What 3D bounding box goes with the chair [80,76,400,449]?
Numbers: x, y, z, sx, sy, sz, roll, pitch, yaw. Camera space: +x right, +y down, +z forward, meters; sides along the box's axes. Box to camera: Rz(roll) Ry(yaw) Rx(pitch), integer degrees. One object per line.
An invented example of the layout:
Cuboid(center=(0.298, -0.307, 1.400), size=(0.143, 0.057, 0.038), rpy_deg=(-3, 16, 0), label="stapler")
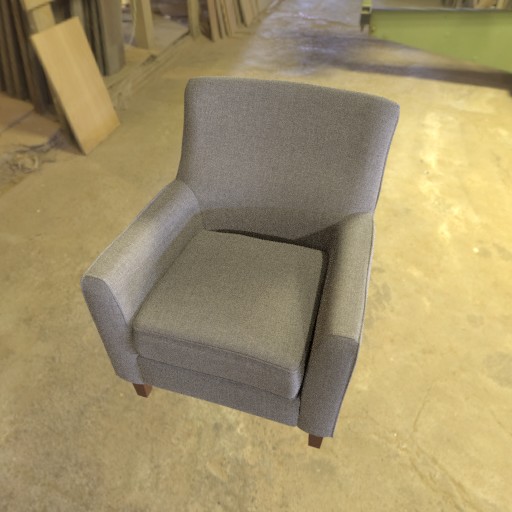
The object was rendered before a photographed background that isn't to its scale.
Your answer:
Cuboid(center=(0.000, 0.000, 1.756), size=(0.887, 1.047, 0.993), rpy_deg=(12, 43, 13), label="chair")
